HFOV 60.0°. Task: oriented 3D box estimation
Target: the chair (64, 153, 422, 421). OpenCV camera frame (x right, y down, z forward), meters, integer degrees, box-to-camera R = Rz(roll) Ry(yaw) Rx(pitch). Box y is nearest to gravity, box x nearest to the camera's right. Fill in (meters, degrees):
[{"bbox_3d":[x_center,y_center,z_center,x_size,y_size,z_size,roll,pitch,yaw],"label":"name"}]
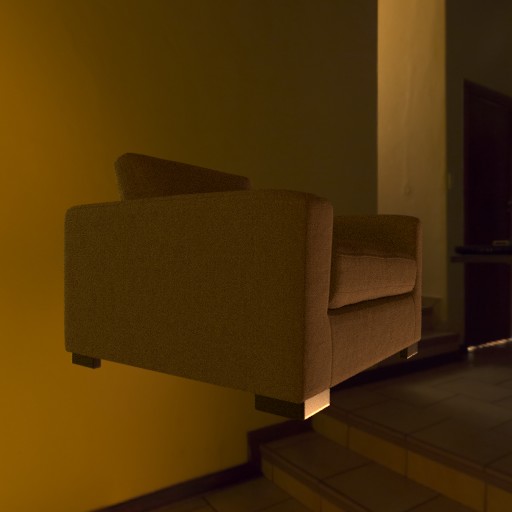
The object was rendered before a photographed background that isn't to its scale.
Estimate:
[{"bbox_3d":[0.000,0.000,1.841,1.100,0.847,1.070,0,0,36],"label":"chair"}]
